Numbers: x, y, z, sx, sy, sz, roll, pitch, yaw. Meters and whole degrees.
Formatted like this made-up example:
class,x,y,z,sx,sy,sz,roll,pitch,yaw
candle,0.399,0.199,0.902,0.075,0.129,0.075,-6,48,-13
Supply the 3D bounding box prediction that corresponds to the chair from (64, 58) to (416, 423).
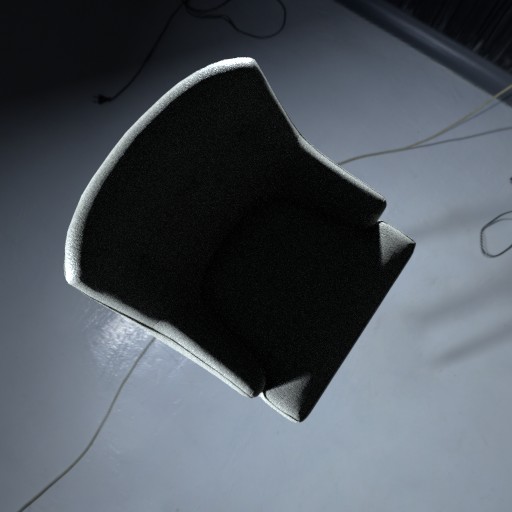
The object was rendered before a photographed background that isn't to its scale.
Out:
class,x,y,z,sx,sy,sz,roll,pitch,yaw
chair,0.000,0.000,1.588,0.923,0.856,0.864,35,78,8
